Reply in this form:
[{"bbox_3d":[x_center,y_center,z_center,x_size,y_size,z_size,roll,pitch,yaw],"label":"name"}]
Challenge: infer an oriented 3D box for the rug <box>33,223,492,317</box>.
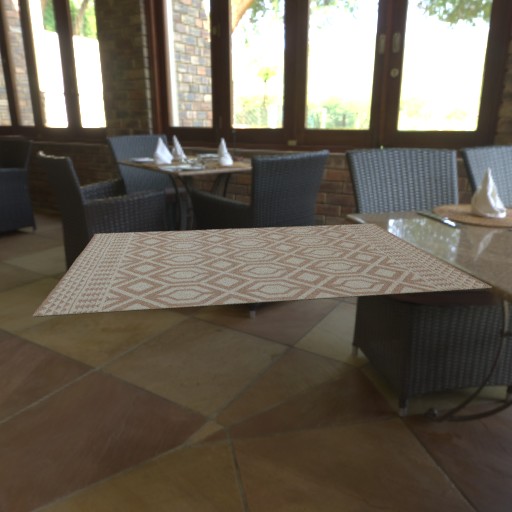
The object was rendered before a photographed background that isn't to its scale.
[{"bbox_3d":[0.000,0.000,2.313,1.829,0.008,1.219,-3,17,-9],"label":"rug"}]
